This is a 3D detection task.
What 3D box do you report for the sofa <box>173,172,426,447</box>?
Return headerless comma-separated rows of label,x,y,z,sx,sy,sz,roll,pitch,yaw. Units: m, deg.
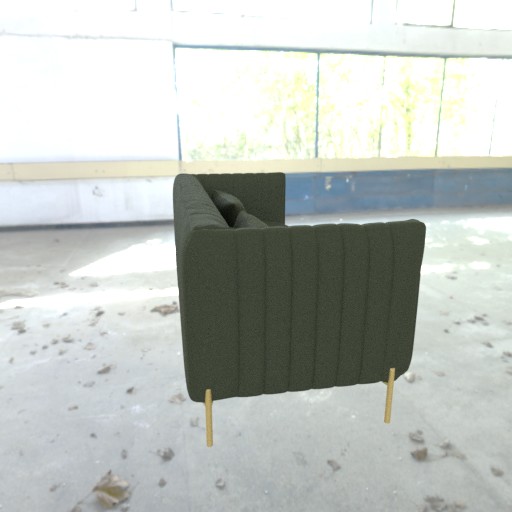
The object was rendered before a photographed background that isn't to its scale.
sofa,0.000,0.000,2.542,0.896,0.793,2.137,-3,16,-11
